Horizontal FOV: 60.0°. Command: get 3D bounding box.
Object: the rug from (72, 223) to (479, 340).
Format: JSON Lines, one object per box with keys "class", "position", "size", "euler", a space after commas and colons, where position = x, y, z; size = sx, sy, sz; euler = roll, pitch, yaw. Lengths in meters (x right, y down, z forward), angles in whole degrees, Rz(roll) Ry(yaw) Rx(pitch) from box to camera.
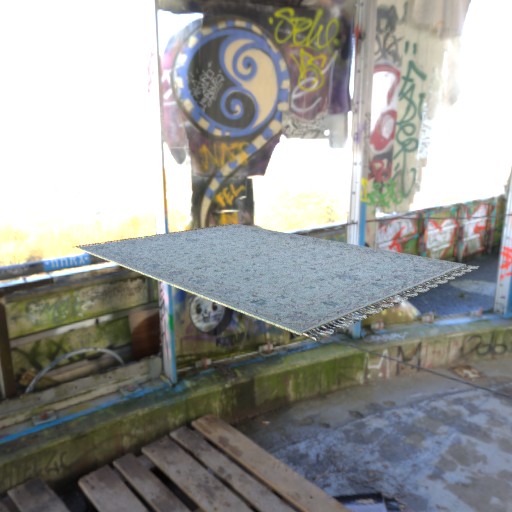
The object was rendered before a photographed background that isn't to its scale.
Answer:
{"class": "rug", "position": [0.000, 0.000, 2.334], "size": [1.247, 0.008, 1.802], "euler": [-12, 18, -42]}
